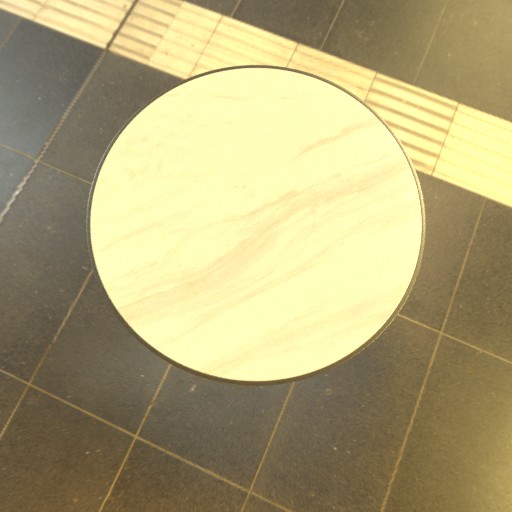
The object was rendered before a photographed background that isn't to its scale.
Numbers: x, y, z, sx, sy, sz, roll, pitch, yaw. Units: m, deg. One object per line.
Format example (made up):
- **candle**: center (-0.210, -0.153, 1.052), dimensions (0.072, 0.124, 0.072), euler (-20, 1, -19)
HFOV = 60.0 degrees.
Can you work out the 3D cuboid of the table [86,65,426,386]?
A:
- **table**: center (0.000, 0.000, 0.813), dimensions (0.445, 0.479, 0.445), euler (0, 75, 0)
